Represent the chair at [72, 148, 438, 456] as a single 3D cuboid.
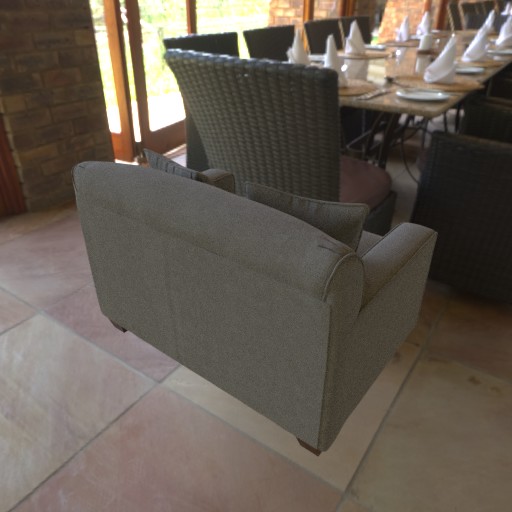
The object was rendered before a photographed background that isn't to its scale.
[{"bbox_3d":[0.000,0.000,2.125,1.395,0.953,0.992,22,37,32],"label":"chair"}]
